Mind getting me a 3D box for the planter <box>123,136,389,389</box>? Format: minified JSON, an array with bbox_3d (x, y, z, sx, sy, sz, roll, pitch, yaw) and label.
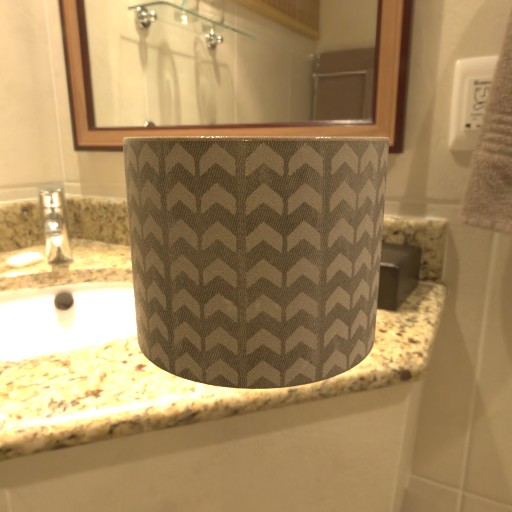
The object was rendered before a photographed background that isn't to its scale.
[{"bbox_3d":[0.000,0.000,0.462,0.250,0.239,0.250,0,15,0],"label":"planter"}]
